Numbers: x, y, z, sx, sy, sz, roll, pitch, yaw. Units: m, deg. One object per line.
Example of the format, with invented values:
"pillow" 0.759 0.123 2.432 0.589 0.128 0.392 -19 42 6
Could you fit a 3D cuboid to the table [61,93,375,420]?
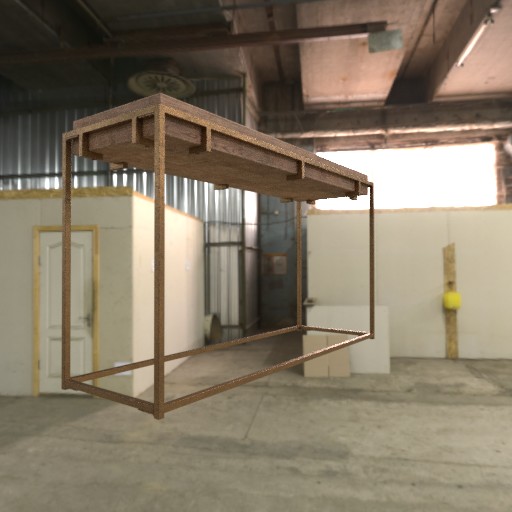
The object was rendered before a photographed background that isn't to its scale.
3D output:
"table" 0.000 0.000 1.787 0.440 0.820 1.400 0 -1 36
